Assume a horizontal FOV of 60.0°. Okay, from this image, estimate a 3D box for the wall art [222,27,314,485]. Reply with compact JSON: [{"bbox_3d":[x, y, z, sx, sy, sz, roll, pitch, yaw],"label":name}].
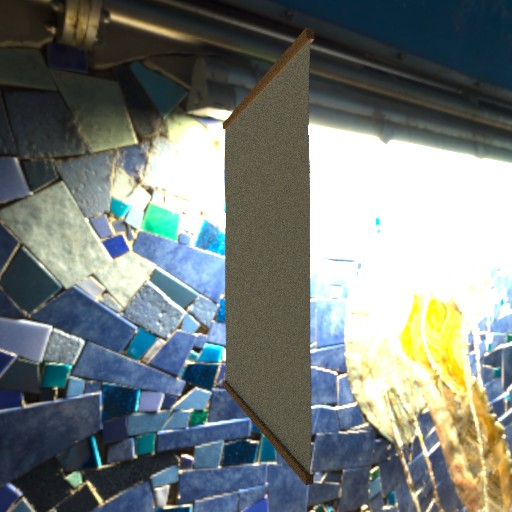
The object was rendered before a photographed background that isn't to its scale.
[{"bbox_3d":[0.000,0.000,0.806,0.011,0.605,0.458,0,1,-18],"label":"wall art"}]
